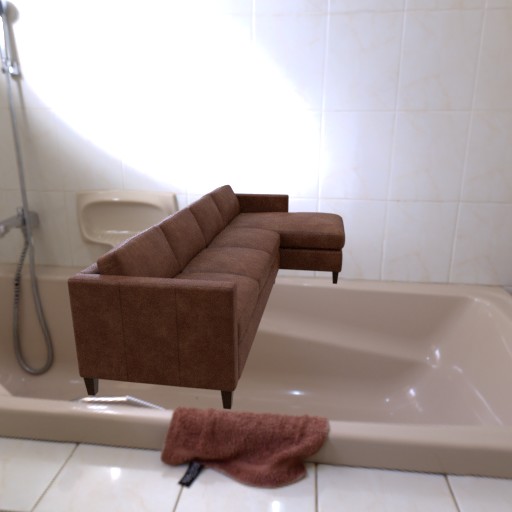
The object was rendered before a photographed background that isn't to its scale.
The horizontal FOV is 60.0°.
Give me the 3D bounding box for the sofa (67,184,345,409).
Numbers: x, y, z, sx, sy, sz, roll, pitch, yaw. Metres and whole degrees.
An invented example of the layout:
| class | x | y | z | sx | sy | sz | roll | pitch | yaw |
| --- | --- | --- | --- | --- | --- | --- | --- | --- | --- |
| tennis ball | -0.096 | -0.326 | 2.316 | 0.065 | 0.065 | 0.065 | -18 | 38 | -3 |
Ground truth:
| class | x | y | z | sx | sy | sz | roll | pitch | yaw |
| --- | --- | --- | --- | --- | --- | --- | --- | --- | --- |
| sofa | 0.000 | 0.000 | 3.884 | 1.581 | 0.883 | 3.203 | 3 | 17 | 9 |
